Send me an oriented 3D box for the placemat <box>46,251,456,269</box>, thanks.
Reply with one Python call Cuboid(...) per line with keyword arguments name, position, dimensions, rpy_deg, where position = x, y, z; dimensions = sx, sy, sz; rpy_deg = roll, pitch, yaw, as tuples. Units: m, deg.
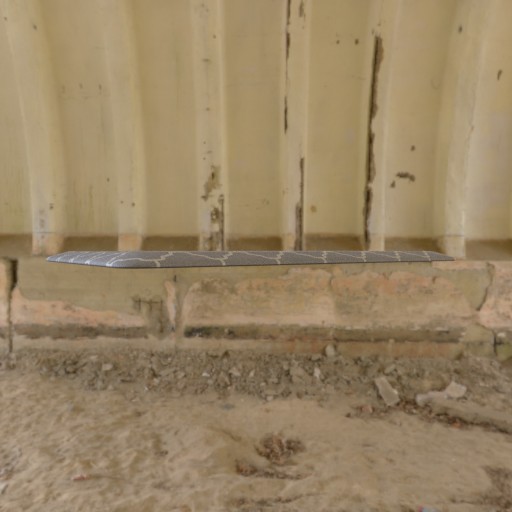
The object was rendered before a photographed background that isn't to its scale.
Cuboid(name="placemat", position=(0.000, 0.000, 0.964), dimensions=(0.762, 0.021, 0.508), rpy_deg=(-1, 1, -36))
